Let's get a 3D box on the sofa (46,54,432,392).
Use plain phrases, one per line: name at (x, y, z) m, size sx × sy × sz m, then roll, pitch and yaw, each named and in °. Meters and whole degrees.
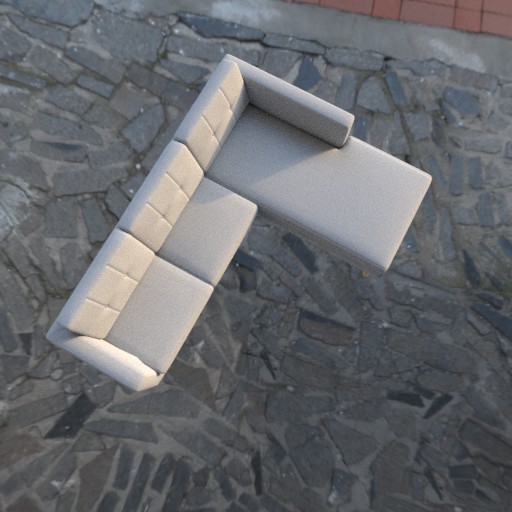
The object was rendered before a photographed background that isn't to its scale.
sofa at (0.000, 0.000, 2.788) m, size 1.530 × 0.860 × 2.040 m, roll 28°, pitch 80°, yaw 6°
